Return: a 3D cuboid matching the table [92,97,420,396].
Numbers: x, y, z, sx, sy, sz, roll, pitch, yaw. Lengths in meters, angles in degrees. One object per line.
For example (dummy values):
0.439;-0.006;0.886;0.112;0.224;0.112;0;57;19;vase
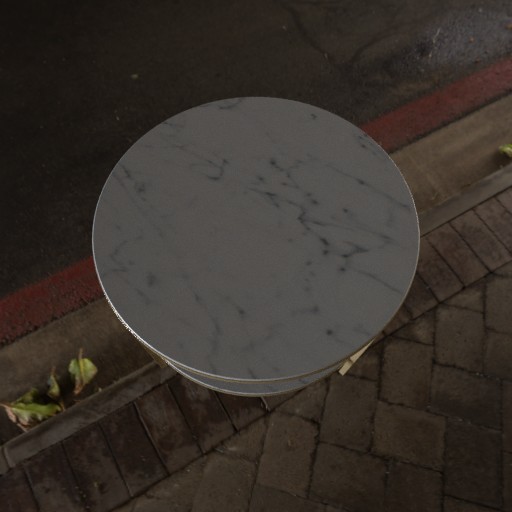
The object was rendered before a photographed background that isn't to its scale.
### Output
0.000;0.000;1.292;0.800;0.450;0.800;0;64;0;table
